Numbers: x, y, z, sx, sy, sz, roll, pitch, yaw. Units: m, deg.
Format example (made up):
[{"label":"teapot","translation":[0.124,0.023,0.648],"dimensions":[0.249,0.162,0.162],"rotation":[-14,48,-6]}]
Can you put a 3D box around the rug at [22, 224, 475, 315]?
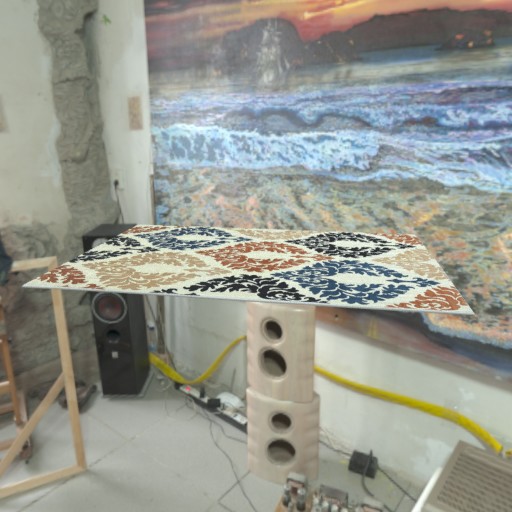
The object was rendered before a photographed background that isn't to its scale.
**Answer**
[{"label":"rug","translation":[0.000,0.000,2.893],"dimensions":[2.275,0.014,1.514],"rotation":[3,17,9]}]
